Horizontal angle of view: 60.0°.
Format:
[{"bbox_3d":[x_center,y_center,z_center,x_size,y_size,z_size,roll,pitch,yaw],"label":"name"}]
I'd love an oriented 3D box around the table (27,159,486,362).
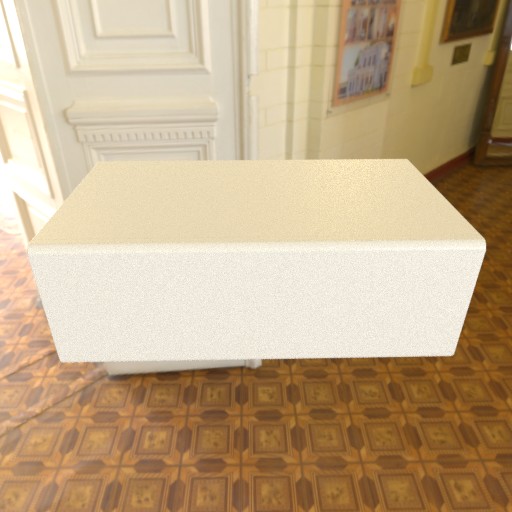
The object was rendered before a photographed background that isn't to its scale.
[{"bbox_3d":[0.000,0.000,1.435,1.097,0.442,0.639,-1,31,-1],"label":"table"}]
